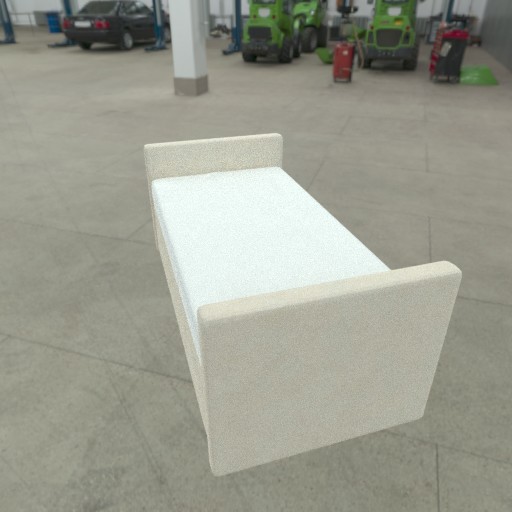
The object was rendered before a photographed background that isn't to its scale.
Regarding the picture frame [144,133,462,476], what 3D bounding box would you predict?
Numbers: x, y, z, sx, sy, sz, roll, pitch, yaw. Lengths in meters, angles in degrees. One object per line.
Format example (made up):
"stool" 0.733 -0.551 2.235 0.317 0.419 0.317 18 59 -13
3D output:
"picture frame" 0.000 0.000 2.732 1.069 0.891 2.161 -9 32 -15
